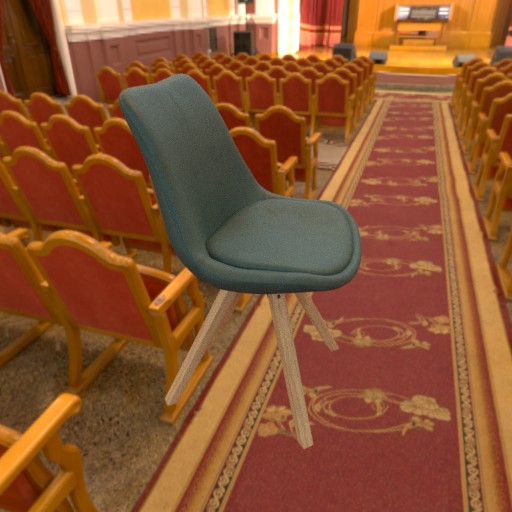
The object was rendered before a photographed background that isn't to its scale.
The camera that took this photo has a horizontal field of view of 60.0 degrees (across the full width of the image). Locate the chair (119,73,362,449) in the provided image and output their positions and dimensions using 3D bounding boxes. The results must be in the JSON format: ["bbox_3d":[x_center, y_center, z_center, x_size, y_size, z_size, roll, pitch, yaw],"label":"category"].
[{"bbox_3d":[0.000,0.000,1.194,0.547,0.865,0.483,10,31,16],"label":"chair"}]
